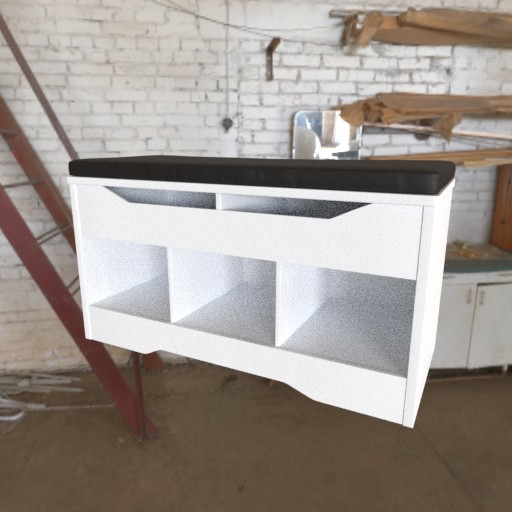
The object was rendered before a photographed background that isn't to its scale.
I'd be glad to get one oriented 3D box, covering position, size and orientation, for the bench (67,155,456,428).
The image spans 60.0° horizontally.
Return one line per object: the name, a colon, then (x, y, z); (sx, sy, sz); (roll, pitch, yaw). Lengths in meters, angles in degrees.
bench: (0.000, 0.000, 1.170); (0.899, 0.500, 0.401); (7, 17, 26)
